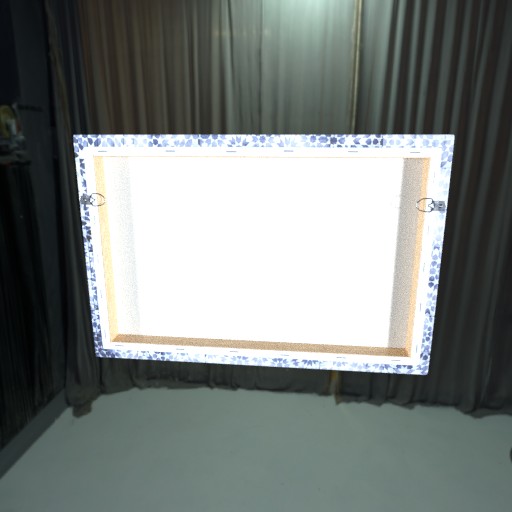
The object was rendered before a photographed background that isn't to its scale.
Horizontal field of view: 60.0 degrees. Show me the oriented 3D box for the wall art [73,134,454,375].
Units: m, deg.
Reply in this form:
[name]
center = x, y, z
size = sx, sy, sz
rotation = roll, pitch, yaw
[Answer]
[wall art]
center = 0.000, 0.000, 1.153
size = 0.911, 0.608, 0.057
rotation = 2, 15, 6
